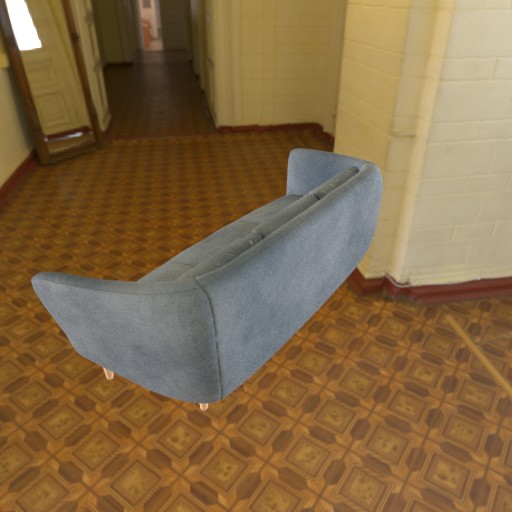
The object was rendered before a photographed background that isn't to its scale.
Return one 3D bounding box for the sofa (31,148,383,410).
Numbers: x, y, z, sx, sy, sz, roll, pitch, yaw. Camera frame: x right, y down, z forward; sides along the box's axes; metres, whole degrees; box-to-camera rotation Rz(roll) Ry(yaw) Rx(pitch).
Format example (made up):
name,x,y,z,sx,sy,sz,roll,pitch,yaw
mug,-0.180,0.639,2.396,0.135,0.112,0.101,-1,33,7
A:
name,x,y,z,sx,sy,sz,roll,pitch,yaw
sofa,0.000,0.000,2.496,0.849,0.795,2.095,20,36,30
